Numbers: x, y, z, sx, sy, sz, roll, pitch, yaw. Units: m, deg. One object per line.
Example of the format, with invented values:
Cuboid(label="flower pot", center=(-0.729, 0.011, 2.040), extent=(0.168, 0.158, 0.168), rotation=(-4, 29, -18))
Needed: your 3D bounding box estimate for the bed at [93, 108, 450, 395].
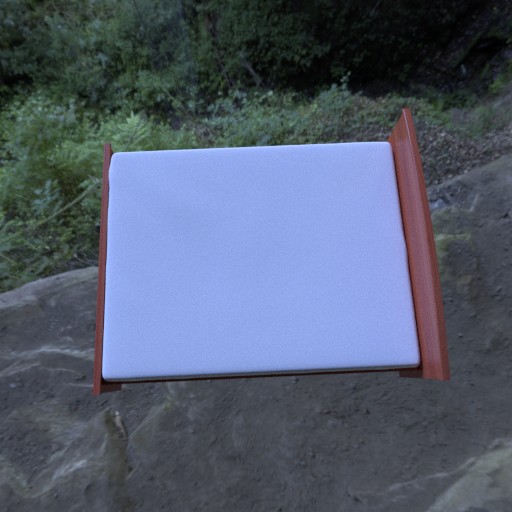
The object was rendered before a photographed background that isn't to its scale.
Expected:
Cuboid(label="bed", center=(0.000, 0.000, 2.969), extent=(2.053, 0.848, 1.683), rotation=(-3, 75, -1))
